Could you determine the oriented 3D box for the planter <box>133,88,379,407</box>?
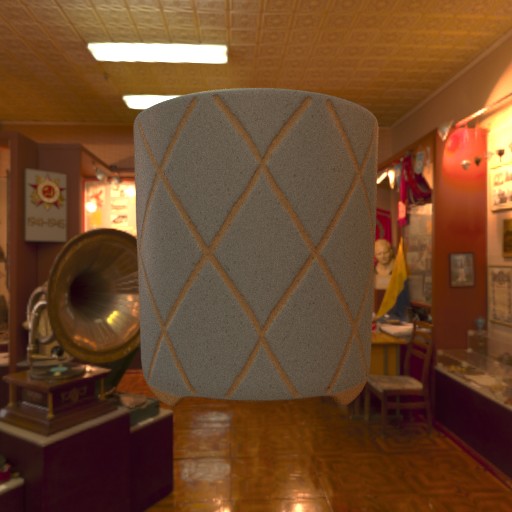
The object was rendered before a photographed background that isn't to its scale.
[{"bbox_3d":[0.000,0.000,0.357,0.191,0.200,0.191,0,0,0],"label":"planter"}]
